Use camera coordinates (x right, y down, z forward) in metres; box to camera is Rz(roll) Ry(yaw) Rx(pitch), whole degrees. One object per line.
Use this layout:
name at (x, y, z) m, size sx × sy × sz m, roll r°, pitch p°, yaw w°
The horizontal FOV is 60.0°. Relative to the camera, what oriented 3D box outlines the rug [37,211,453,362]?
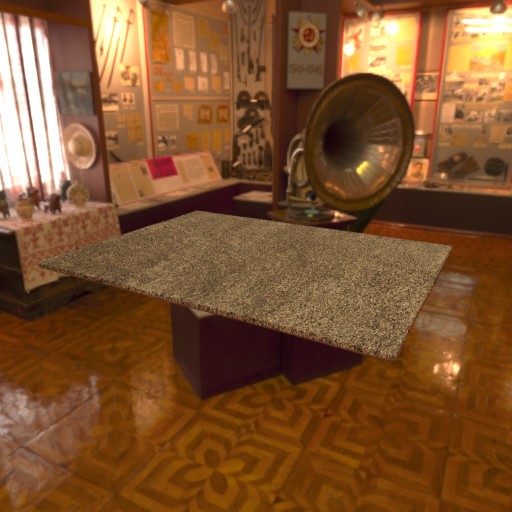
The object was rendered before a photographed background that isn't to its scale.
rug at (0.000, 0.000, 2.120) m, size 1.601 × 0.025 × 1.198 m, roll 10°, pitch 21°, yaw 28°
